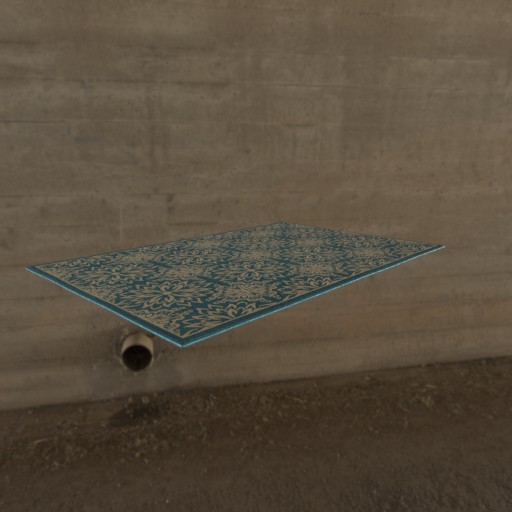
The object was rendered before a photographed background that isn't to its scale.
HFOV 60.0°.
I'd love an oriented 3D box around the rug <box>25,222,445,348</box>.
[{"bbox_3d":[0.000,0.000,2.286,1.211,0.012,1.833,13,19,43],"label":"rug"}]
